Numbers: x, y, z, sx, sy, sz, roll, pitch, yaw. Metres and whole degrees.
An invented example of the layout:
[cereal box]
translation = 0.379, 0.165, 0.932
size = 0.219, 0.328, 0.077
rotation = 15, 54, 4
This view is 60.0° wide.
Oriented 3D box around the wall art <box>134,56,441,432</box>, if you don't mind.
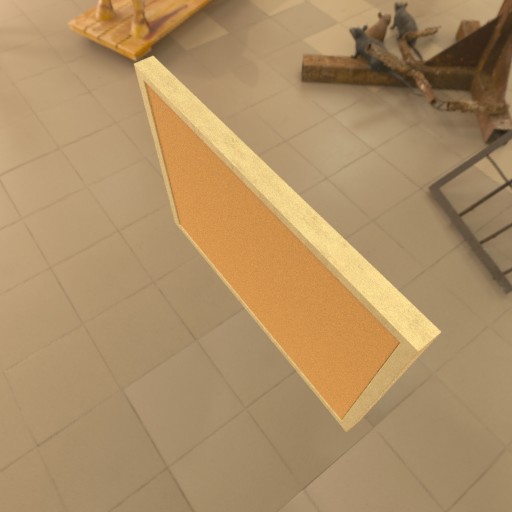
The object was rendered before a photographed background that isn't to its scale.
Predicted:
[wall art]
translation = 0.000, 0.000, 0.682
size = 0.032, 0.380, 0.532
rotation = -33, 63, -19
